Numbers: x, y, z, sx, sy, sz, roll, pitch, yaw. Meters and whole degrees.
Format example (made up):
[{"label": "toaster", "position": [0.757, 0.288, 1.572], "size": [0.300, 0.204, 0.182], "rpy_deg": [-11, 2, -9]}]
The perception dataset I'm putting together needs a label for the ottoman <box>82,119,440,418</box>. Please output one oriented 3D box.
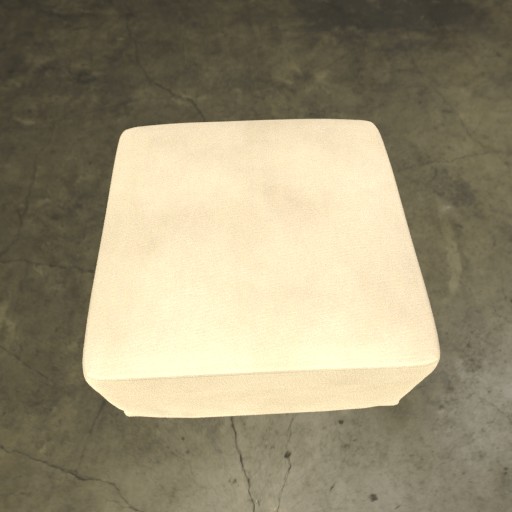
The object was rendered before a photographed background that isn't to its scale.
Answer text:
[{"label": "ottoman", "position": [0.000, 0.000, 1.349], "size": [0.843, 0.441, 0.842], "rpy_deg": [-2, 58, -1]}]
